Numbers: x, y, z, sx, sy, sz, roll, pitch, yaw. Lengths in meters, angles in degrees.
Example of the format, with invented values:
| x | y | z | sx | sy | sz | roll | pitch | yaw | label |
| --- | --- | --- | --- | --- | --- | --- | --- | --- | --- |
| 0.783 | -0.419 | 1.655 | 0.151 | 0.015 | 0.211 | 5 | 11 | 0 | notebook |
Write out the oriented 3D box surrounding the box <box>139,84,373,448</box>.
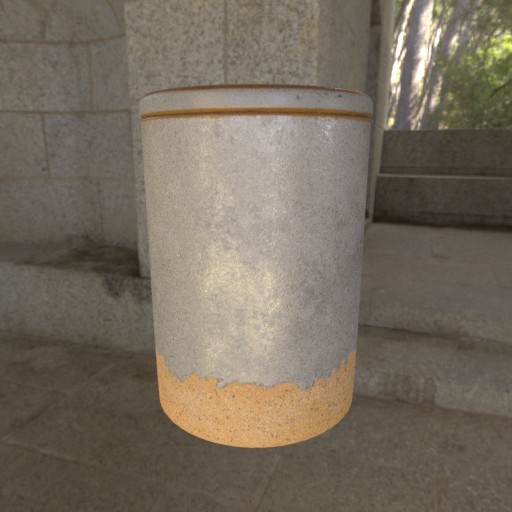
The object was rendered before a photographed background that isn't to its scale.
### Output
| x | y | z | sx | sy | sz | roll | pitch | yaw | label |
| --- | --- | --- | --- | --- | --- | --- | --- | --- | --- |
| 0.000 | 0.000 | 0.249 | 0.118 | 0.168 | 0.118 | 0 | 14 | 0 | box |
